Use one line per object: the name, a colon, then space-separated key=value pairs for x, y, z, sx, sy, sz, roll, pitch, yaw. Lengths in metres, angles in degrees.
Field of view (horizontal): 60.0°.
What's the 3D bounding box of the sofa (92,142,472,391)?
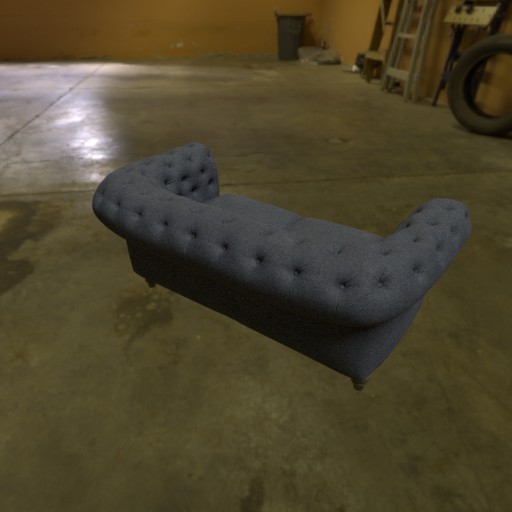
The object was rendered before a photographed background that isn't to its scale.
sofa: x=0.000 y=0.000 z=2.529 sx=1.988 sy=0.833 sz=1.082 roll=20 pitch=35 yaw=32
